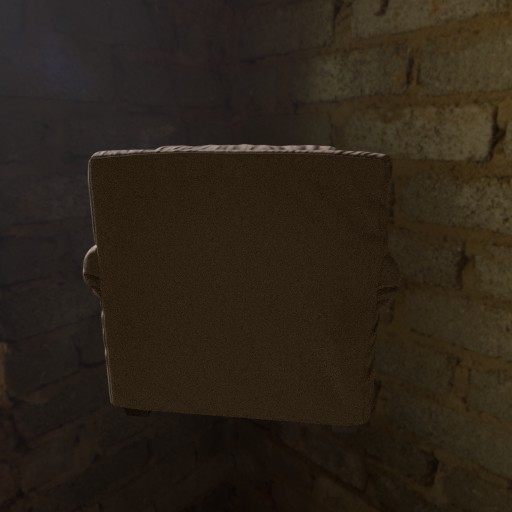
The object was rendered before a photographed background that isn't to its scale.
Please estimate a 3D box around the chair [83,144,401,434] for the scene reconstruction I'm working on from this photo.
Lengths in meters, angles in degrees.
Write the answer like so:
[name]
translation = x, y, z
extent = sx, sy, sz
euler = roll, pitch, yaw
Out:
[chair]
translation = 0.000, 0.000, 1.749
extent = 0.940, 0.866, 1.066
euler = 2, 15, 7
